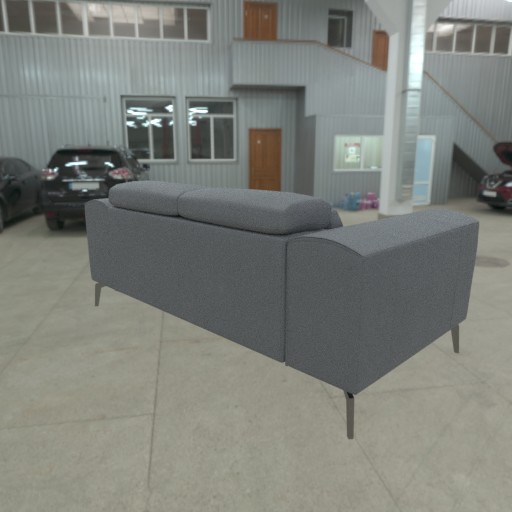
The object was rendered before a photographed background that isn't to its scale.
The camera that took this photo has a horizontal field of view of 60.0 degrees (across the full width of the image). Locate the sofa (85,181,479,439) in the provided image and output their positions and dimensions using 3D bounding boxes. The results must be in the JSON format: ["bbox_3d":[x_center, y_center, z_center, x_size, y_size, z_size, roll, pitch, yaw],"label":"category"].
[{"bbox_3d":[0.000,0.000,2.339,1.895,0.779,1.003,13,19,43],"label":"sofa"}]
